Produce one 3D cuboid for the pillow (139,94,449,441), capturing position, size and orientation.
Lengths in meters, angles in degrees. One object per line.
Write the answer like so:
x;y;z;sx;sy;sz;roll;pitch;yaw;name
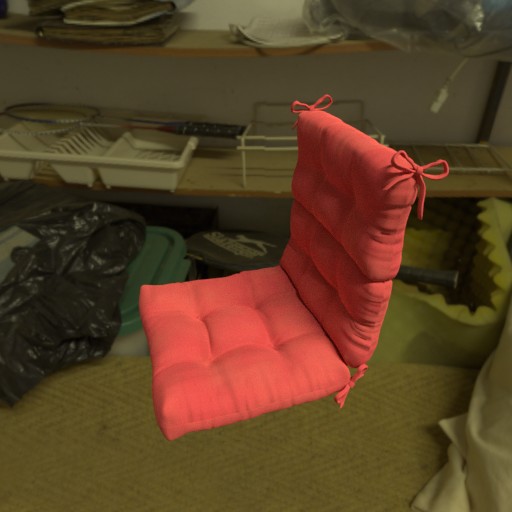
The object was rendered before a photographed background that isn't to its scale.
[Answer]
0.000;0.000;1.044;0.571;0.605;0.519;-10;33;-15;pillow
